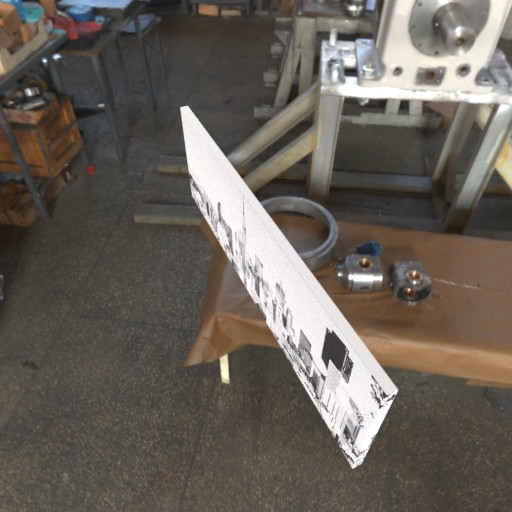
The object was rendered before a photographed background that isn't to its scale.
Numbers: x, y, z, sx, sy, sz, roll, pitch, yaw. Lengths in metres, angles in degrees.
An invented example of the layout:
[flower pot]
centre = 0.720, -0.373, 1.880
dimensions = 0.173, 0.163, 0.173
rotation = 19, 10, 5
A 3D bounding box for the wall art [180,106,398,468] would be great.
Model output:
[wall art]
centre = 0.000, 0.000, 1.709
dimensions = 0.039, 0.507, 1.520
rotation = -19, 49, -17
